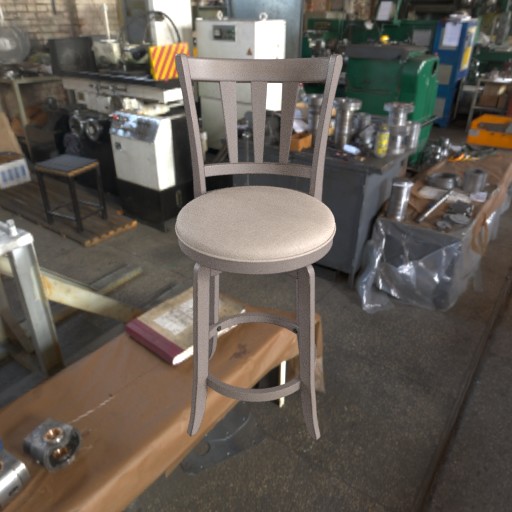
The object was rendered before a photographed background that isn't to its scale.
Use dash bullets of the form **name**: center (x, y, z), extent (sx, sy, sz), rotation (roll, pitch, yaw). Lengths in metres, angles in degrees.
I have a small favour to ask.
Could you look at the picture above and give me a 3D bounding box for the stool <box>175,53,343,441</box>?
- **stool**: center (0.000, 0.000, 1.256), extent (0.436, 1.023, 0.475), rotation (1, 29, 2)
